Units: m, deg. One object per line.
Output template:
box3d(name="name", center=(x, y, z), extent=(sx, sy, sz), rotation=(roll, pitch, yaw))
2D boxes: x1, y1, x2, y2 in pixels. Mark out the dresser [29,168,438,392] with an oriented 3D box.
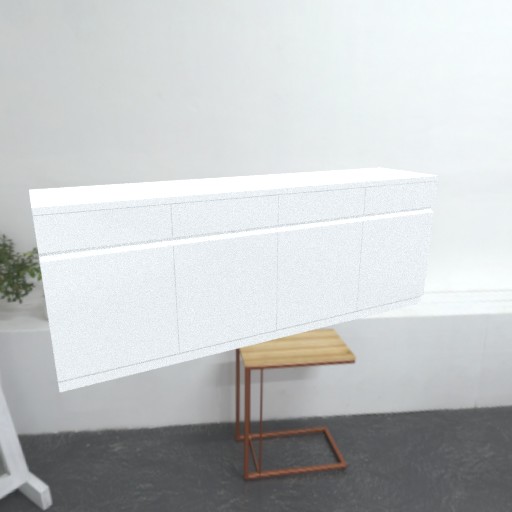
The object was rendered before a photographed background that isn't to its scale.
box3d(name="dresser", center=(0.000, 0.000, 2.525), extent=(2.200, 0.840, 0.500), rotation=(-9, 19, -26))
